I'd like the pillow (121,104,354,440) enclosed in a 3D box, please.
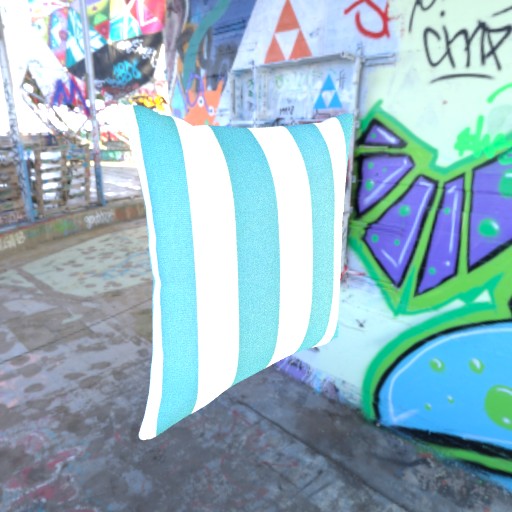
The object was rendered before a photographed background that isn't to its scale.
[{"bbox_3d":[0.000,0.000,0.836,0.536,0.526,0.189,-15,22,-42],"label":"pillow"}]
